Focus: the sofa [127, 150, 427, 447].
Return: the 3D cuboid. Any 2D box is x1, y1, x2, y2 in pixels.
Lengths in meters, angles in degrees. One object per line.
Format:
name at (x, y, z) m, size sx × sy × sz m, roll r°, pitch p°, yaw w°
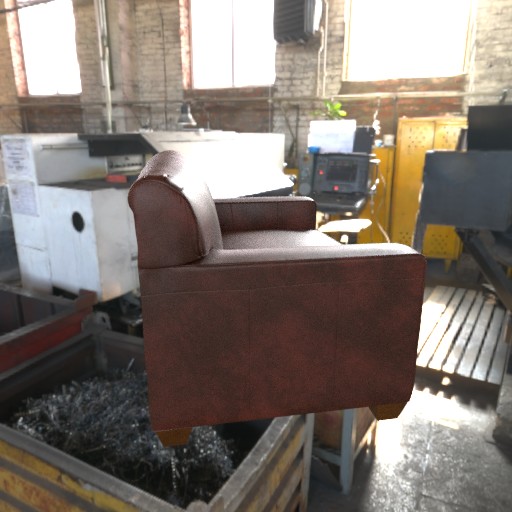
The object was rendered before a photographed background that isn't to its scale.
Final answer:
sofa at (0.000, 0.000, 2.092) m, size 1.000 × 0.956 × 1.413 m, roll -3°, pitch 16°, yaw -10°
